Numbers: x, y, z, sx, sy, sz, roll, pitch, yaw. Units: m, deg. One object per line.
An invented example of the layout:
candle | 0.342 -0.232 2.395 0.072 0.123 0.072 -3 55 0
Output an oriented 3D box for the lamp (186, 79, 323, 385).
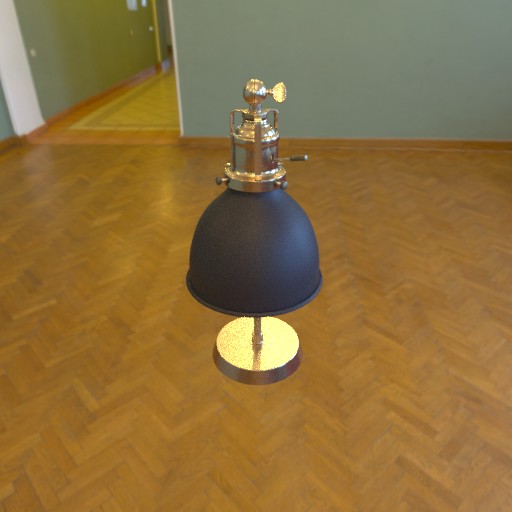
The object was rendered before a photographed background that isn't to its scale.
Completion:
lamp | 0.000 0.000 0.584 0.160 0.456 0.291 1 30 1
